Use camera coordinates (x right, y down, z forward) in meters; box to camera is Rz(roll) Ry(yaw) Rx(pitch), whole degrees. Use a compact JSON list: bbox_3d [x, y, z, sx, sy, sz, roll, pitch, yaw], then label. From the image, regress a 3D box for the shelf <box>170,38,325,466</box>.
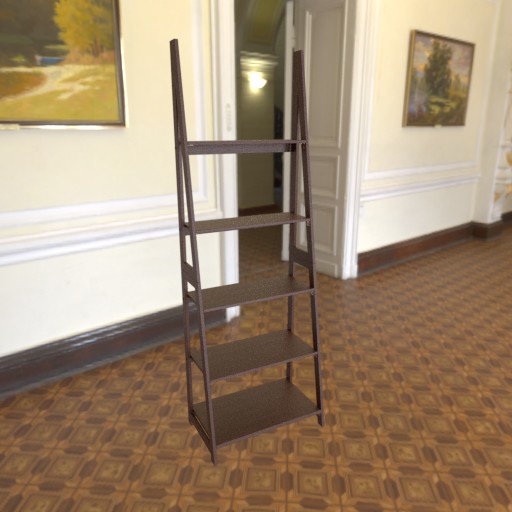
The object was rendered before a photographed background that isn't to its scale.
[{"bbox_3d":[0.000,0.000,1.994,0.600,1.770,0.350,-8,18,-26],"label":"shelf"}]
